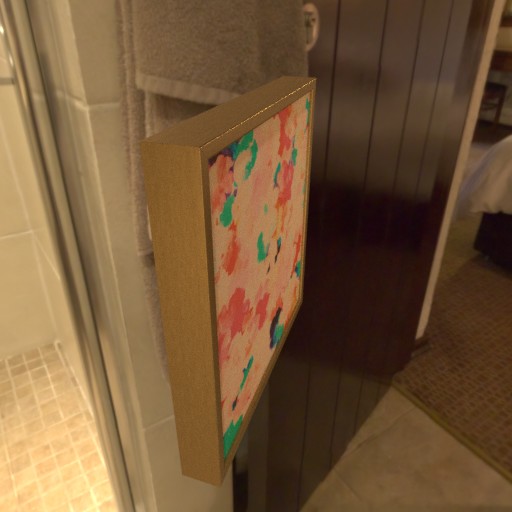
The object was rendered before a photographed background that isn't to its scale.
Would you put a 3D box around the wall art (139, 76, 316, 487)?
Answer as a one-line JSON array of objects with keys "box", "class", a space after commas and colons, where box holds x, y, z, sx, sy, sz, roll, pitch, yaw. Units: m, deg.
[{"box": [0.000, 0.000, 0.451, 0.038, 0.305, 0.304, 10, 30, 17], "class": "wall art"}]
